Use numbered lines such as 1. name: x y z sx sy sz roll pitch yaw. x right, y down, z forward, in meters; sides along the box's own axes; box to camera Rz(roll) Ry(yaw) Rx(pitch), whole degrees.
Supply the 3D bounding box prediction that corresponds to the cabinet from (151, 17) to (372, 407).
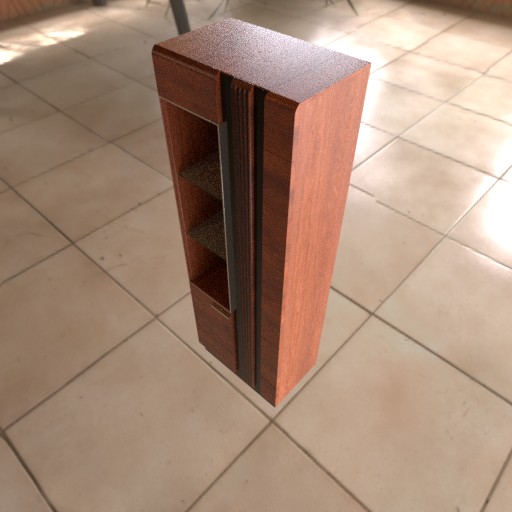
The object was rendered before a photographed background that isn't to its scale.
1. cabinet: 0.000 0.000 2.229 0.660 1.980 0.420 33 54 28
